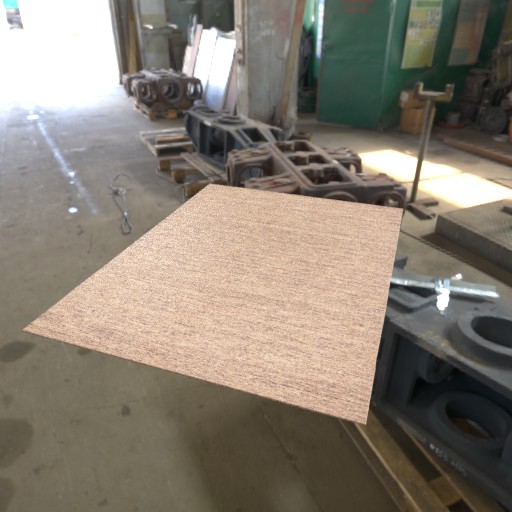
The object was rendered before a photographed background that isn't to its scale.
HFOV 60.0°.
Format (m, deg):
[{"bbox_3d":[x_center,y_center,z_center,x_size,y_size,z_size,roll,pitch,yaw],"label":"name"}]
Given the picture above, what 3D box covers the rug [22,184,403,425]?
[{"bbox_3d":[0.000,0.000,4.147,2.448,0.013,3.205,10,31,17],"label":"rug"}]
